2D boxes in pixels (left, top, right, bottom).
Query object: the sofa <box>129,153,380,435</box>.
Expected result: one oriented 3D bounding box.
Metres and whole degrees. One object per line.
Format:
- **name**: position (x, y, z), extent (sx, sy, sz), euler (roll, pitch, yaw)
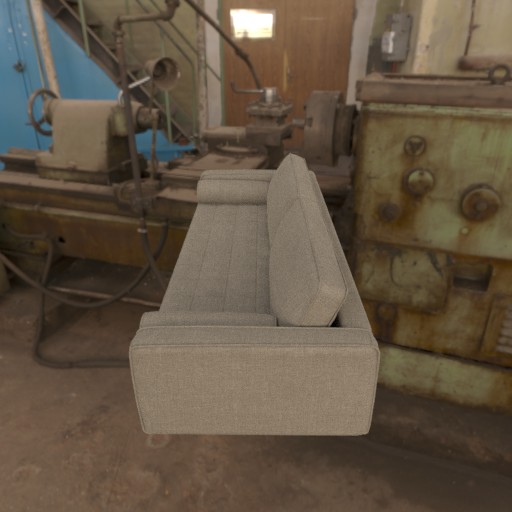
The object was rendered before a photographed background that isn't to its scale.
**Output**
- **sofa**: position (0.000, 0.000, 2.601), extent (0.914, 0.762, 2.211), euler (0, 27, 1)
